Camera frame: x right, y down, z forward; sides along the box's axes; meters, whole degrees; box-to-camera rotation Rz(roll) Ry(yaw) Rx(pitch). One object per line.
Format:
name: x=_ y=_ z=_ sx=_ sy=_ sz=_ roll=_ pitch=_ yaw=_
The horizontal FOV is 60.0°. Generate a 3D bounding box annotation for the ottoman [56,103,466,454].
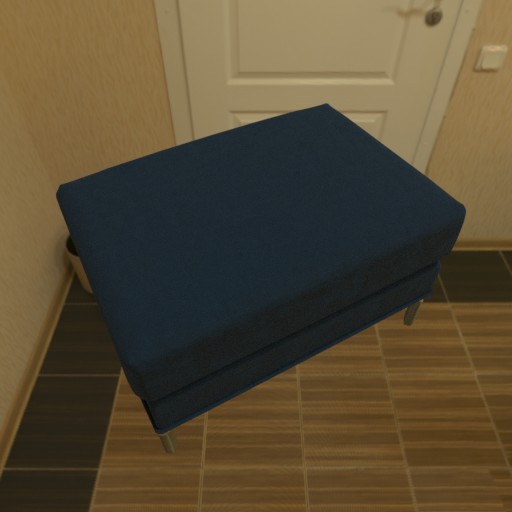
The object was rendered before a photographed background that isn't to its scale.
ottoman: x=0.000 y=0.000 z=1.204 sx=0.835 sy=0.498 sz=0.587 roll=-22 pitch=51 yaw=-19
